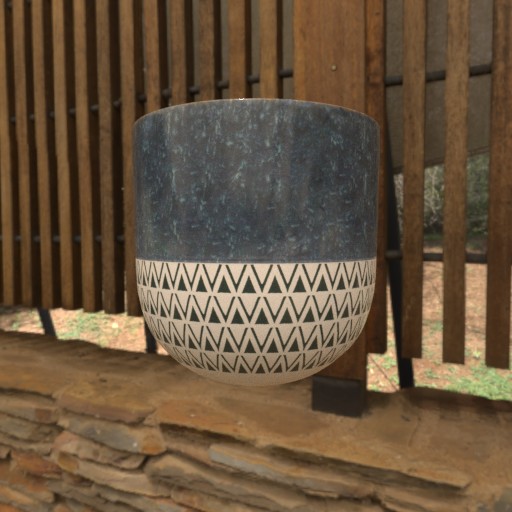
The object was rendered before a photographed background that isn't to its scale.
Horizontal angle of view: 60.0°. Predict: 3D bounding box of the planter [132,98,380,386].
[{"bbox_3d":[0.000,0.000,0.499,0.266,0.270,0.266,0,2,0],"label":"planter"}]
